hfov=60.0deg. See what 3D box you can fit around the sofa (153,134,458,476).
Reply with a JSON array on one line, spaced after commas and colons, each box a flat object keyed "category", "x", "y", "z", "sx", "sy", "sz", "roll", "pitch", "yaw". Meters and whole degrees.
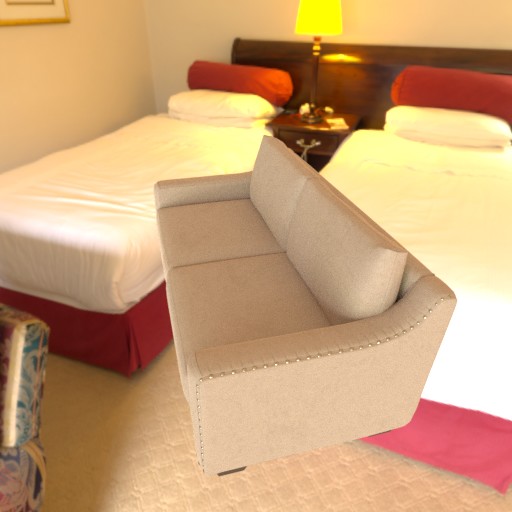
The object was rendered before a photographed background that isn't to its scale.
[{"category": "sofa", "x": 0.000, "y": 0.000, "z": 2.485, "sx": 1.030, "sy": 0.901, "sz": 1.967, "roll": -8, "pitch": 31, "yaw": -13}]
